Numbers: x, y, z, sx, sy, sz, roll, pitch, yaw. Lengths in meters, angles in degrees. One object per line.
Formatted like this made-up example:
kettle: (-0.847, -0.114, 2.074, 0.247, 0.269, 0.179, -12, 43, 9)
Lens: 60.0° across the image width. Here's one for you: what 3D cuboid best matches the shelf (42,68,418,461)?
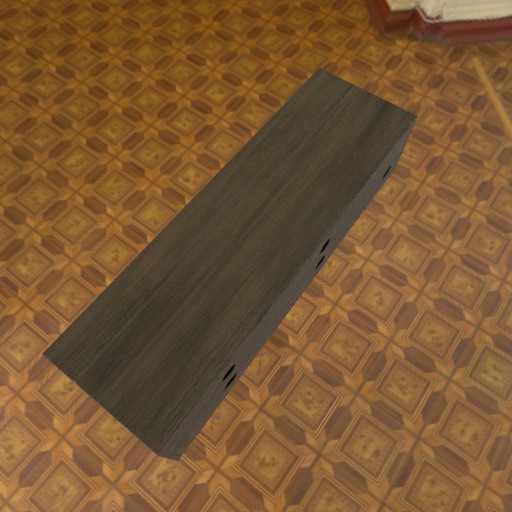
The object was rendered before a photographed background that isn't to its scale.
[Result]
shelf: (0.000, 0.000, 1.528, 0.400, 0.495, 1.300, 33, 68, 16)
